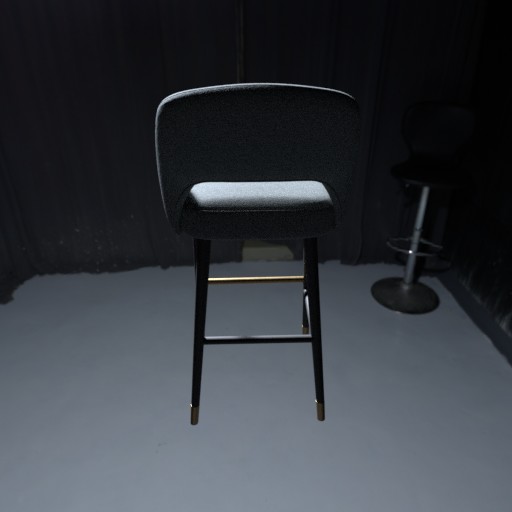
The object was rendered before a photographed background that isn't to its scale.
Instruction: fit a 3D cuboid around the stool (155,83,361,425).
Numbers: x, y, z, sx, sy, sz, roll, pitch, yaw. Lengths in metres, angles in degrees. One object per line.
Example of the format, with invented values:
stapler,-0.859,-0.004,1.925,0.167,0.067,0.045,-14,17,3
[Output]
stool,0.000,0.000,1.401,0.536,1.089,0.524,-1,29,-2
